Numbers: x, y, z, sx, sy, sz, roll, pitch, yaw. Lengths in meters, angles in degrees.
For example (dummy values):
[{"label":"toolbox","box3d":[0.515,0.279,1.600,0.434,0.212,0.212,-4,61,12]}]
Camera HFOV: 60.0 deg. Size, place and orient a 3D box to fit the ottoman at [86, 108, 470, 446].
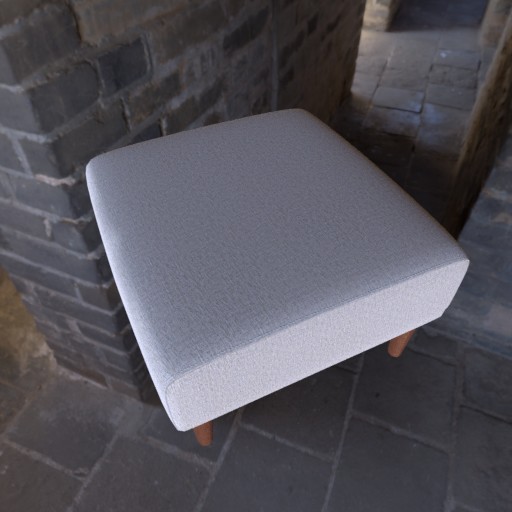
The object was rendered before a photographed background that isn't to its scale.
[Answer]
[{"label":"ottoman","box3d":[0.000,0.000,1.068,0.648,0.399,0.655,-19,49,-17]}]
